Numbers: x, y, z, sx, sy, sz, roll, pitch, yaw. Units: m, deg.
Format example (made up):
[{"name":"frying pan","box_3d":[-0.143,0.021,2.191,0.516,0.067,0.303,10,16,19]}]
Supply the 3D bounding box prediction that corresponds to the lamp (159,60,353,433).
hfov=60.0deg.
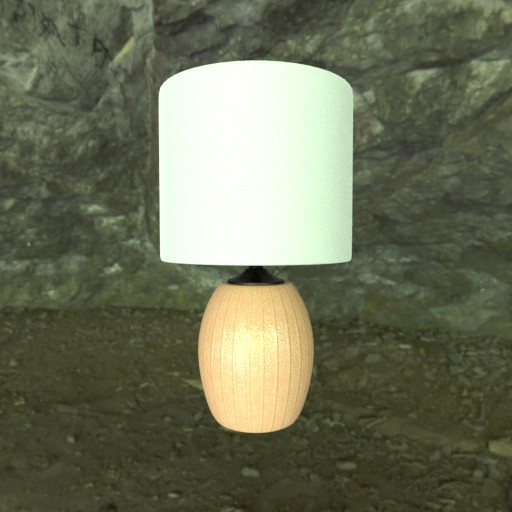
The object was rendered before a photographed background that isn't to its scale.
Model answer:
[{"name":"lamp","box_3d":[0.000,0.000,0.779,0.329,0.570,0.329,0,2,0]}]
